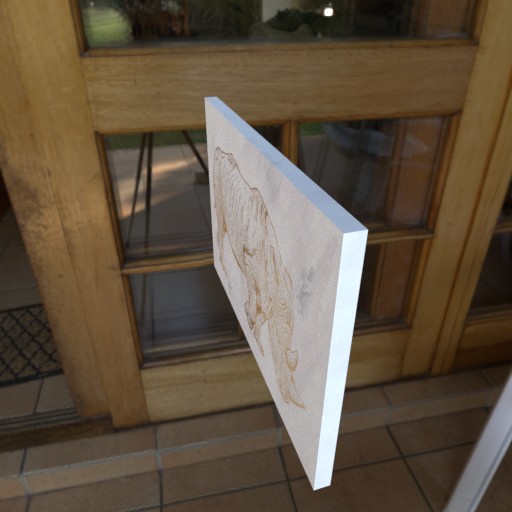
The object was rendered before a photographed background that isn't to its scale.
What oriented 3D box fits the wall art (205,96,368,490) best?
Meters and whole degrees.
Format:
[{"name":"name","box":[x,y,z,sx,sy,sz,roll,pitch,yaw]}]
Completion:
[{"name":"wall art","box":[0.000,0.000,1.146,0.038,0.610,0.915,-9,33,-15]}]
